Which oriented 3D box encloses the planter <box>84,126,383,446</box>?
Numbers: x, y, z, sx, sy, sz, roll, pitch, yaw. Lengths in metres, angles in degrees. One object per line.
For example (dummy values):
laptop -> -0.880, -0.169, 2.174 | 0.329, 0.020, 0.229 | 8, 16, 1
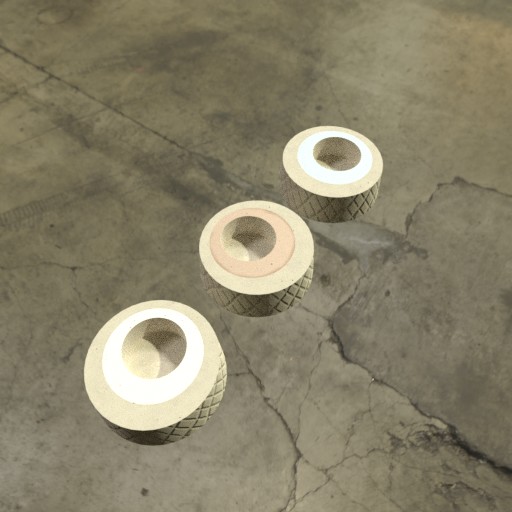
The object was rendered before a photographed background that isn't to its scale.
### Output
planter -> 0.000, 0.000, 0.429 | 0.114, 0.038, 0.390 | 32, 62, 19
